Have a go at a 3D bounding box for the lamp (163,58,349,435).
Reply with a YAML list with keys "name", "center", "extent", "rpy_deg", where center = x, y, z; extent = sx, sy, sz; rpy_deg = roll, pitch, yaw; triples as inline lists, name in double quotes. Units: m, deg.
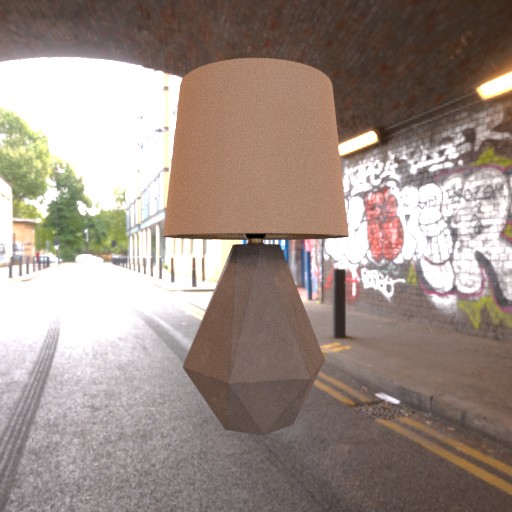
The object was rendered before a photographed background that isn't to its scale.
- name: "lamp"
  center: [0.000, 0.000, 0.674]
  extent: [0.276, 0.501, 0.276]
  rpy_deg: [0, 0, 0]
